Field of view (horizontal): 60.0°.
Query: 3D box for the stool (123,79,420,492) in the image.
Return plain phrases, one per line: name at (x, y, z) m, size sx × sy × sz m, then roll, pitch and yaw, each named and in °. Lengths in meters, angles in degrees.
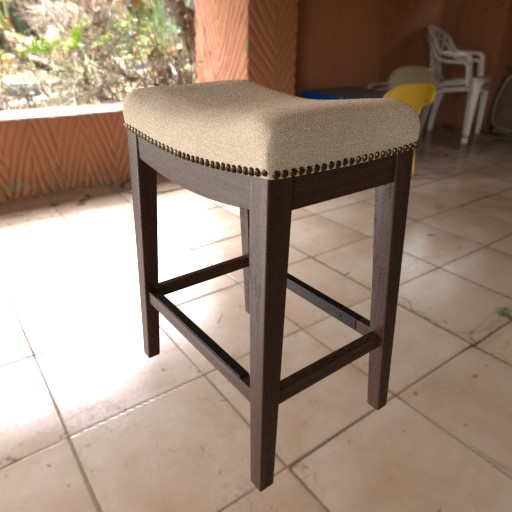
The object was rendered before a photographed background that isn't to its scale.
stool at (0.000, 0.000, 0.949) m, size 0.363 × 0.669 × 0.509 m, roll -18°, pitch 32°, yaw -33°
